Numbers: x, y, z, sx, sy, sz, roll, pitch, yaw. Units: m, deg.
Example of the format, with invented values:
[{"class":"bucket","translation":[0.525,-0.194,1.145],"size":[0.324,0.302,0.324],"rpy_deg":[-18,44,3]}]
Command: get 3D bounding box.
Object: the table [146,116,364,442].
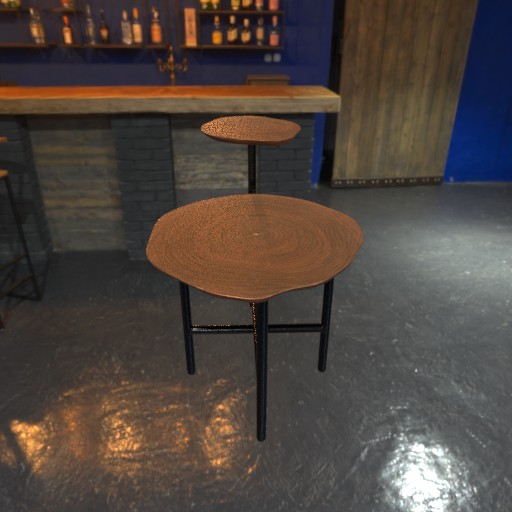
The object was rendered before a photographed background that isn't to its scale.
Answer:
[{"class":"table","translation":[0.000,0.000,1.084],"size":[0.442,0.538,0.759],"rpy_deg":[-1,27,-1]}]
